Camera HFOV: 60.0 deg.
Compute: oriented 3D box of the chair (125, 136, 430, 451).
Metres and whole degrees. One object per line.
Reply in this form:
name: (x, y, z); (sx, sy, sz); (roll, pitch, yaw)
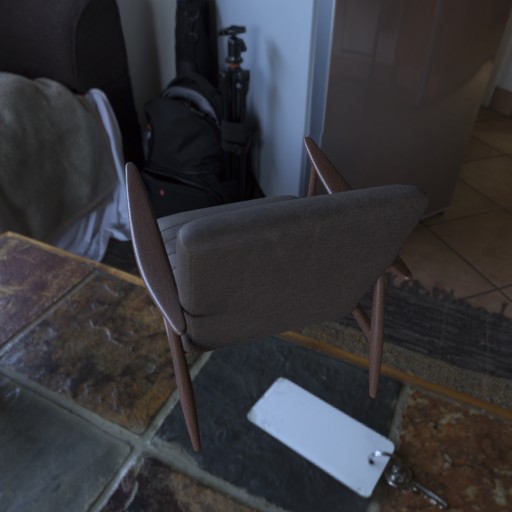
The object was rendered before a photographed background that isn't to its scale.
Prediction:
chair: (0.000, 0.000, 1.438); (0.741, 0.831, 0.798); (-12, 41, -14)
